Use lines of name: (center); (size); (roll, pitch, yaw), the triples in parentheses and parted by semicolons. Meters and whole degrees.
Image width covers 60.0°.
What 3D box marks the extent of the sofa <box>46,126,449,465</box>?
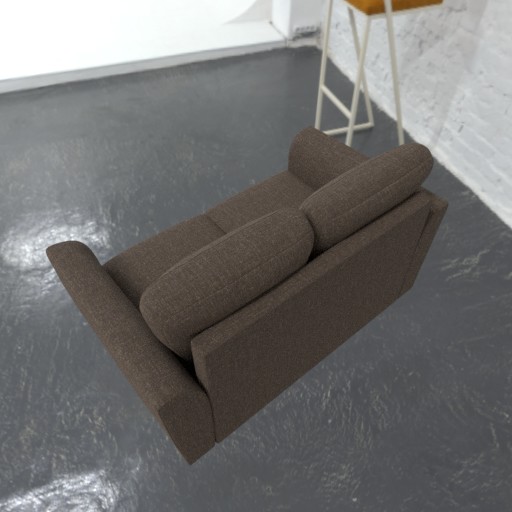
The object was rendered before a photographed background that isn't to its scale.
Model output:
sofa: (0.000, 0.000, 1.903); (1.423, 0.885, 0.851); (-31, 54, -26)
